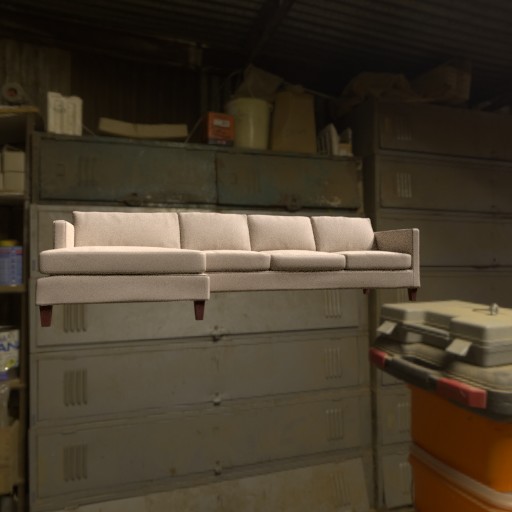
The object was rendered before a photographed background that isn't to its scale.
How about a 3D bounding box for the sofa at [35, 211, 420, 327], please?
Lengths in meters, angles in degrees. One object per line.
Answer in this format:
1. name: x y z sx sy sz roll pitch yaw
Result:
1. sofa: 0.000 0.000 3.803 3.186 0.846 1.625 0 0 -17
